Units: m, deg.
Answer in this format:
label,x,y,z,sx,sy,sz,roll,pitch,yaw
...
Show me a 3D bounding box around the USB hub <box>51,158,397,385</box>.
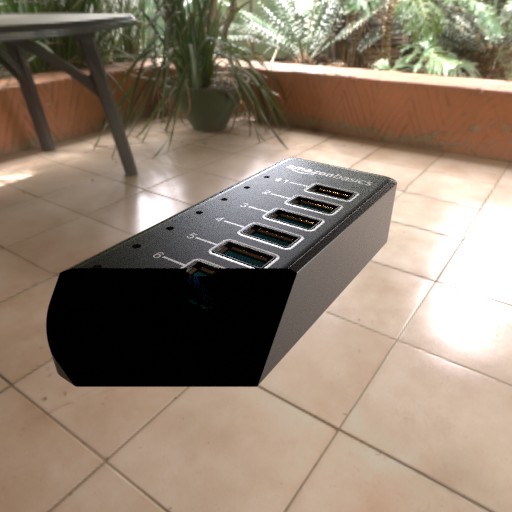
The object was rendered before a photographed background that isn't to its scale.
label,x,y,z,sx,sy,sz,roll,pitch,yaw
USB hub,0.000,0.000,0.127,0.044,0.023,0.110,19,36,29
